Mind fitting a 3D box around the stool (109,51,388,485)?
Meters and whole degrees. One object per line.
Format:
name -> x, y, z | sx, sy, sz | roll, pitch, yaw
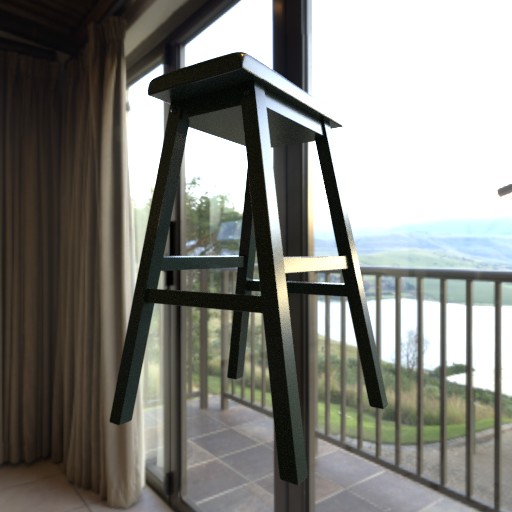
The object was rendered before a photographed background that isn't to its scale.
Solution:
stool -> 0.000, 0.000, 1.035 | 0.476, 0.737, 0.457 | 0, 1, 34
